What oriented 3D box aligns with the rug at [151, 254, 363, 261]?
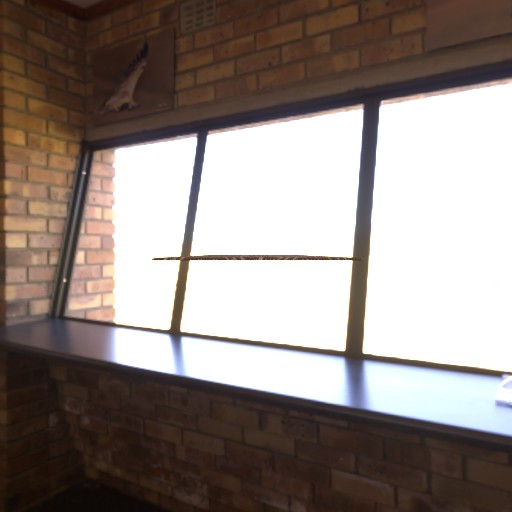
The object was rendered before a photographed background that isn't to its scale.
[{"bbox_3d":[0.000,0.000,2.838,0.773,0.012,2.464,0,1,0],"label":"rug"}]
